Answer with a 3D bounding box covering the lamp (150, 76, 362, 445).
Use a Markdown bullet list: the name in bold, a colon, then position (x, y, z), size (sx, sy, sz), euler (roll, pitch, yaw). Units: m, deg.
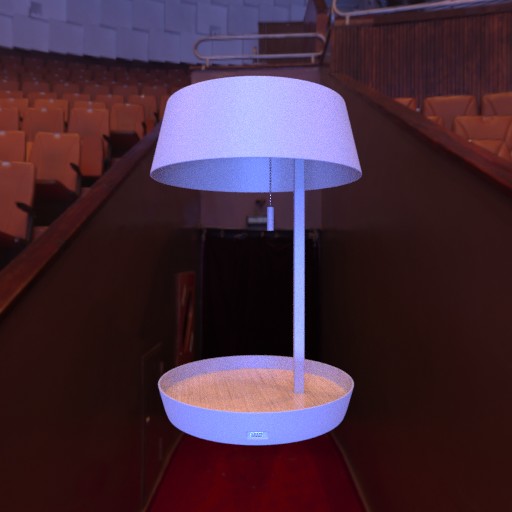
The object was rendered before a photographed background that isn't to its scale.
- **lamp**: position (0.000, 0.000, 0.626), size (0.291, 0.429, 0.291), euler (0, 1, 0)
